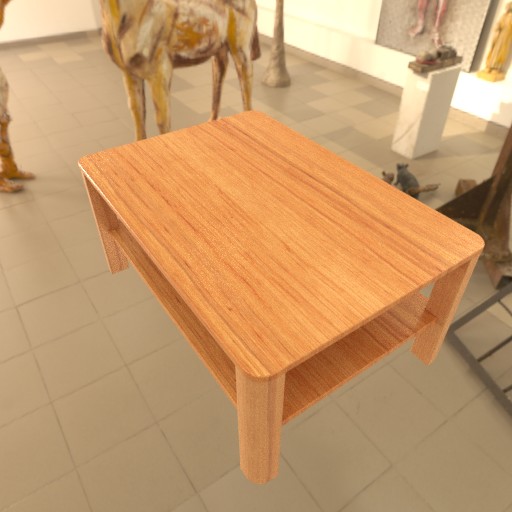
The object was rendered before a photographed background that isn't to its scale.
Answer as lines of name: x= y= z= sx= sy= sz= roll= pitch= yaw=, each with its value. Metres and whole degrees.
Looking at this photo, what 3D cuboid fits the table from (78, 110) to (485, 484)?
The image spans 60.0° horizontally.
table: x=0.000 y=0.000 z=1.374 sx=0.696 sy=0.445 sz=0.997 roll=-24 pitch=46 yaw=-26
